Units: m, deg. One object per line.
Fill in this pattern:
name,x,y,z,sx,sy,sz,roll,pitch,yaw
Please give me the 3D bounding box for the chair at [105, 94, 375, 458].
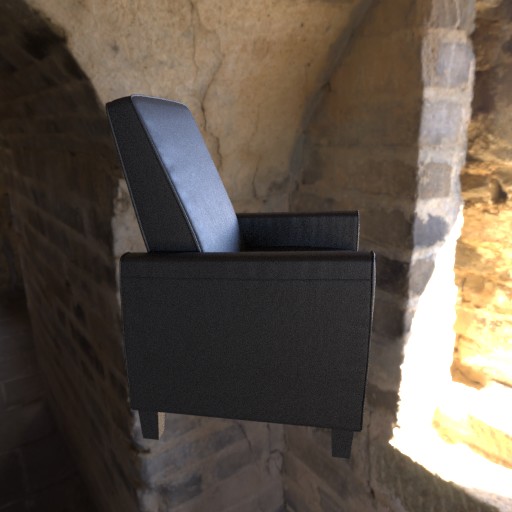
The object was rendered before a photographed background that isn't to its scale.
chair,0.000,0.000,1.496,0.746,1.013,0.705,2,16,8
